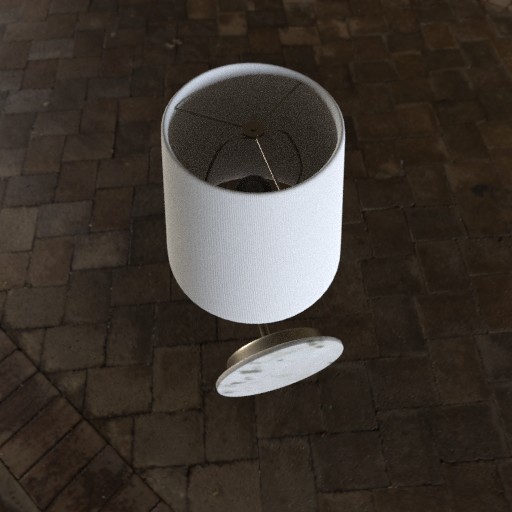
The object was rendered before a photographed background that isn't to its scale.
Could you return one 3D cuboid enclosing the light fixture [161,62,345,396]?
[{"bbox_3d":[0.000,0.000,0.446,0.168,0.337,0.188,-15,60,-9],"label":"light fixture"}]
